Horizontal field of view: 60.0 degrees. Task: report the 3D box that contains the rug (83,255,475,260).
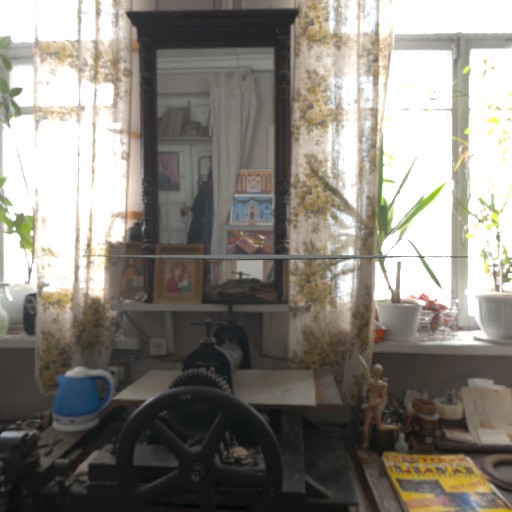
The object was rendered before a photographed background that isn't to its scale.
[{"bbox_3d":[0.000,0.000,4.266,2.438,0.013,3.048,0,1,-36],"label":"rug"}]
